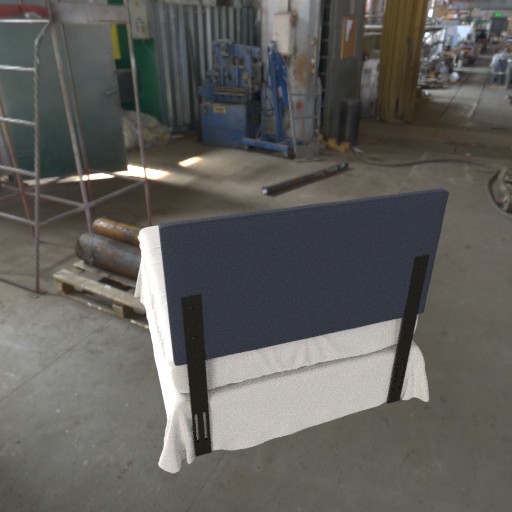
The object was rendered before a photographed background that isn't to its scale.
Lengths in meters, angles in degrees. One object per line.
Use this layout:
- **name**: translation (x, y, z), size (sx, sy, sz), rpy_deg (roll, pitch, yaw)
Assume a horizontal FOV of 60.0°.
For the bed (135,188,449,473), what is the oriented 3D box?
- **bed**: translation (0.000, 0.000, 3.484), size (1.936, 1.577, 2.222), rpy_deg (-9, 29, -16)
